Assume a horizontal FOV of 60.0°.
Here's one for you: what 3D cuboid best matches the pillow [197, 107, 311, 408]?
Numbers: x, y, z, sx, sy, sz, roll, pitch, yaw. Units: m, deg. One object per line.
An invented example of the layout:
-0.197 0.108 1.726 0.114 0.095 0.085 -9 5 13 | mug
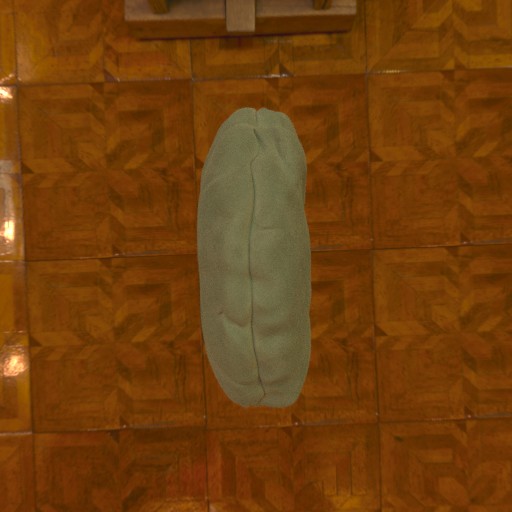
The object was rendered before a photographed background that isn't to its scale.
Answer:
0.000 0.000 0.648 0.148 0.407 0.428 0 91 0 | pillow
